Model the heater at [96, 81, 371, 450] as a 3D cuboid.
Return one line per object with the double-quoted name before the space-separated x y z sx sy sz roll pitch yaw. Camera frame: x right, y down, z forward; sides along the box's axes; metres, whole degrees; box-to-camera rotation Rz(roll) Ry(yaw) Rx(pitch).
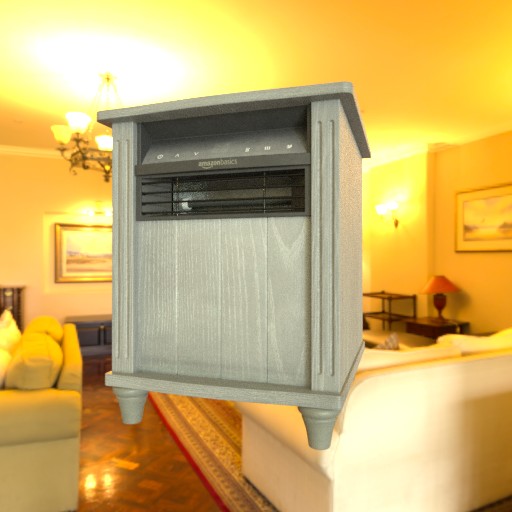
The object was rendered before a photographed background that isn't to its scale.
"heater" 0.000 0.000 0.757 0.362 0.481 0.400 0 0 18
